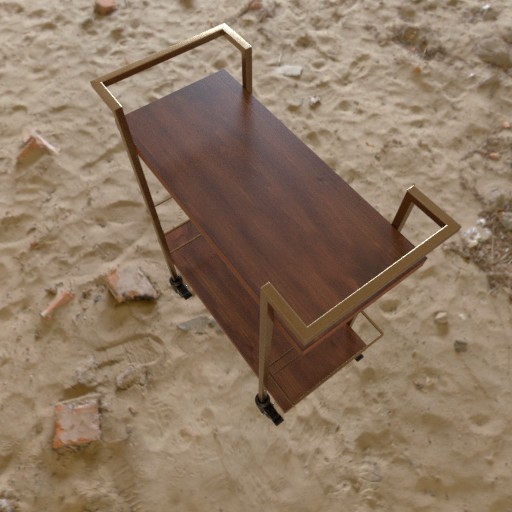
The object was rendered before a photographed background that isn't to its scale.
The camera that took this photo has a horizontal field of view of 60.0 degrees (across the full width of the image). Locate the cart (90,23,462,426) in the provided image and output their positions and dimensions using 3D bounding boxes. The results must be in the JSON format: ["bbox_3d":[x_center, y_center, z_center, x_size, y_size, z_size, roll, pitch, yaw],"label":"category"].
[{"bbox_3d":[0.000,0.000,1.159,0.364,0.807,0.695,-33,65,-17],"label":"cart"}]
